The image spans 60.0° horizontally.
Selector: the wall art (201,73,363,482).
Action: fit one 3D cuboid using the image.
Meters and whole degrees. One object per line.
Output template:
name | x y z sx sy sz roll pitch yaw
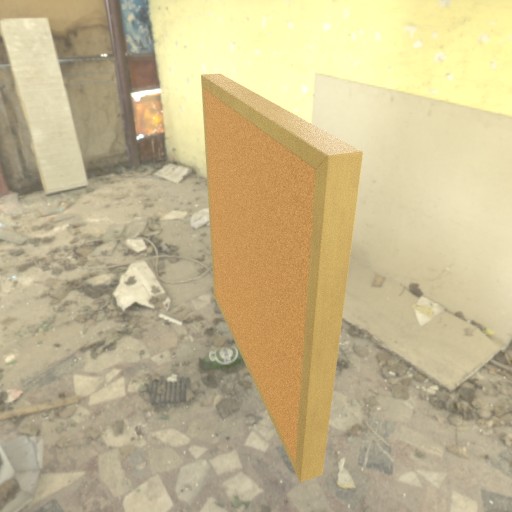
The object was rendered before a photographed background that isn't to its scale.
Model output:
wall art | 0.000 0.000 0.753 0.038 0.508 0.508 -10 32 -17
